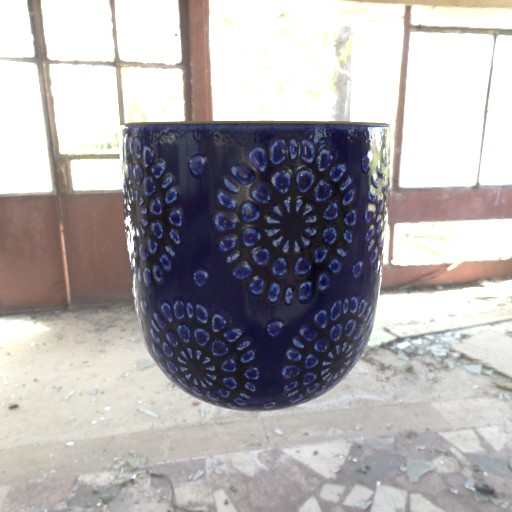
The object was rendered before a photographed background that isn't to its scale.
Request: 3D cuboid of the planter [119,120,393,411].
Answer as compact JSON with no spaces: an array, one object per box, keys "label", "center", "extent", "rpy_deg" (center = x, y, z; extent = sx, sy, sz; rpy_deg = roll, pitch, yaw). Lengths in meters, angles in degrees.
[{"label":"planter","center":[0.000,0.000,0.196],"extent":[0.109,0.112,0.109],"rpy_deg":[0,15,0]}]
